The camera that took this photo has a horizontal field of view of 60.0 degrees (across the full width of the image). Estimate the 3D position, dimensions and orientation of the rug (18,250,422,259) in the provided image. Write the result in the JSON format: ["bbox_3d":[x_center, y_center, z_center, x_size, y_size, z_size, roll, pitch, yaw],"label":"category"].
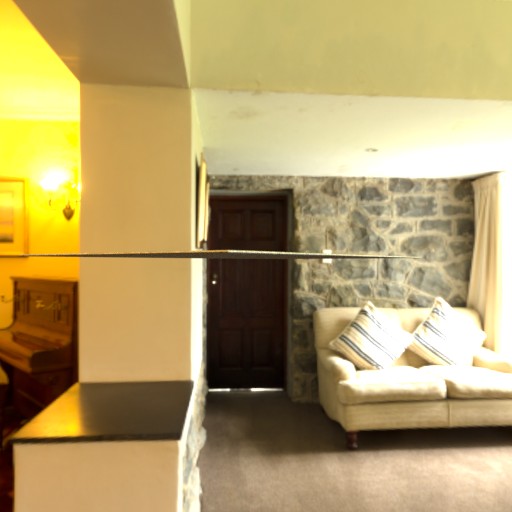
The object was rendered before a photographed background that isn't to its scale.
[{"bbox_3d":[0.000,0.000,3.034,1.527,0.021,2.447,-1,-1,36],"label":"rug"}]
